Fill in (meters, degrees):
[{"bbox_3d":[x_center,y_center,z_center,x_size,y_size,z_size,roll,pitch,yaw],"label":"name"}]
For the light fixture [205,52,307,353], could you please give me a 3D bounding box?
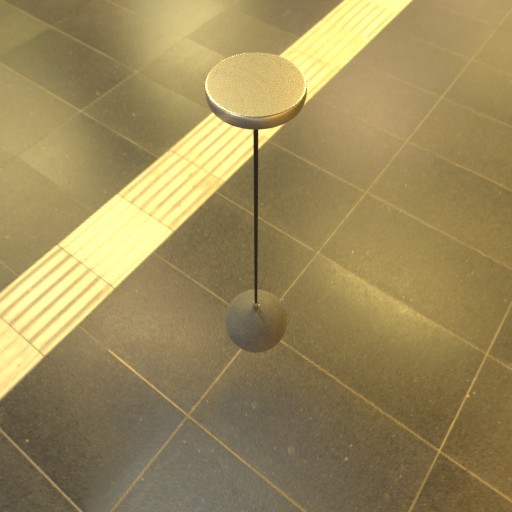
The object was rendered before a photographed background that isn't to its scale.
[{"bbox_3d":[0.000,0.000,0.836,0.153,0.760,0.153,15,59,9],"label":"light fixture"}]
